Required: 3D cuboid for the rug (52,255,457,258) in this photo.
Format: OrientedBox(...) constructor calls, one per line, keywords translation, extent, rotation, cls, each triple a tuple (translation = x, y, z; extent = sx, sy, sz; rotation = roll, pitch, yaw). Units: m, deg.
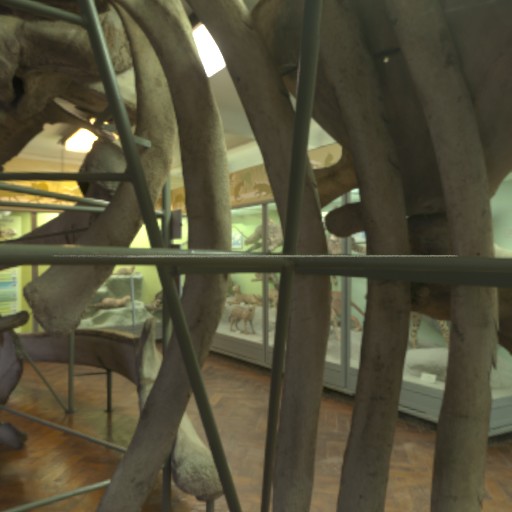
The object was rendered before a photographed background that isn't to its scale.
OrientedBox(translation=(0.000, 0.000, 2.966), extent=(2.284, 0.008, 1.522), rotation=(0, 0, -35), cls="rug")
